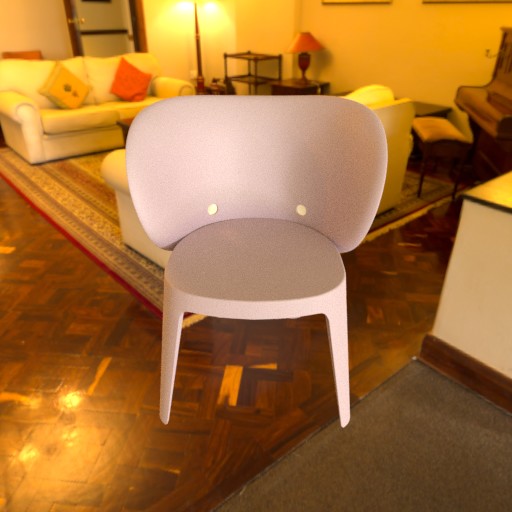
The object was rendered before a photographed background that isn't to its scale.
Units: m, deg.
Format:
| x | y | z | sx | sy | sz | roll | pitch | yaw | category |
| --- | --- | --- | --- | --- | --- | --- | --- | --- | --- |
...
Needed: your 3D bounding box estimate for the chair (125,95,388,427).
| x | y | z | sx | sy | sz | roll | pitch | yaw | category |
| --- | --- | --- | --- | --- | --- | --- | --- | --- | --- |
| 0.000 | 0.000 | 0.879 | 0.451 | 0.554 | 0.402 | 1 | 29 | 1 | chair |
